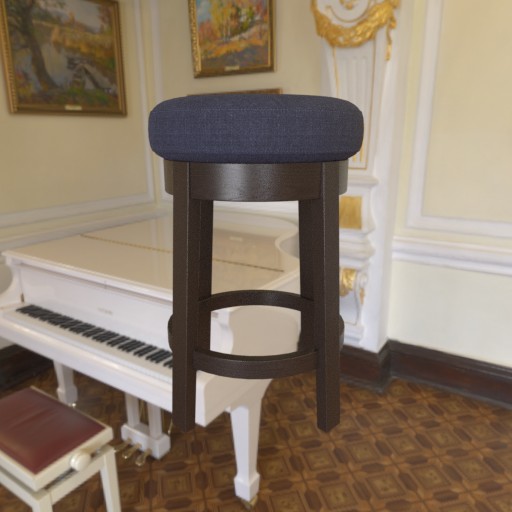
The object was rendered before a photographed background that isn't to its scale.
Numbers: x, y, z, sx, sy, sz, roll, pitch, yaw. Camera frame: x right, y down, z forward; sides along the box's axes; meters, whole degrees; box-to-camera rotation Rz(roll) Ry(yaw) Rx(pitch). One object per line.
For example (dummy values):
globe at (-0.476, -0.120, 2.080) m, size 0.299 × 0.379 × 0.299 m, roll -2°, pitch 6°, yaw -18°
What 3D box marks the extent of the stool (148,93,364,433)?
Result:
stool at (0.000, 0.000, 0.975) m, size 0.449 × 0.655 × 0.449 m, roll 0°, pitch 15°, yaw 0°
